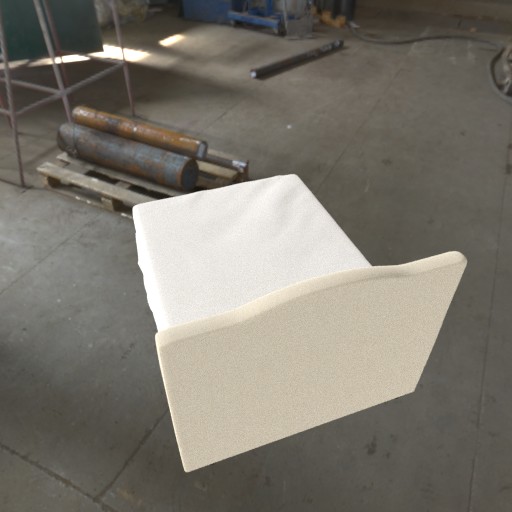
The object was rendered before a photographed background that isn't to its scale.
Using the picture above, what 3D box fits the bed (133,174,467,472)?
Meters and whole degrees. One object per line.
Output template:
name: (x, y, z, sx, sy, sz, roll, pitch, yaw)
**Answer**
bed: (0.000, 0.000, 3.345, 1.741, 1.449, 2.196, -14, 43, -15)
